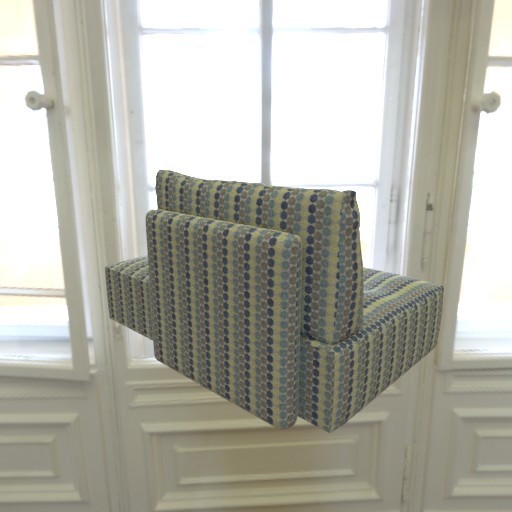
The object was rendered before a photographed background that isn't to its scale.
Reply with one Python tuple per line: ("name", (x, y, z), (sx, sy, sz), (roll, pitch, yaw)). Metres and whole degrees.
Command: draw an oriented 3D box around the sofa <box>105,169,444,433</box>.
("sofa", (0.000, 0.000, 2.094), (1.450, 0.820, 1.000), (14, 20, 41))
